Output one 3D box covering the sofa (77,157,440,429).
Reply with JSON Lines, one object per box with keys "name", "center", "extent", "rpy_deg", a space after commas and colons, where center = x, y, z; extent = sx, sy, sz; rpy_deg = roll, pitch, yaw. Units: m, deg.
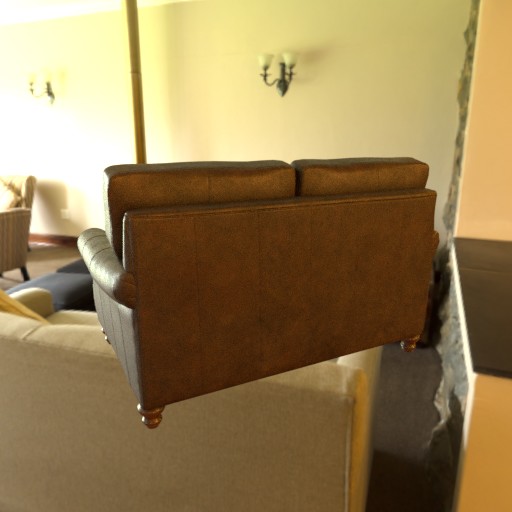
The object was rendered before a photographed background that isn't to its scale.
{"name": "sofa", "center": [0.000, 0.000, 2.232], "extent": [1.616, 0.976, 0.990], "rpy_deg": [-8, 17, -27]}
